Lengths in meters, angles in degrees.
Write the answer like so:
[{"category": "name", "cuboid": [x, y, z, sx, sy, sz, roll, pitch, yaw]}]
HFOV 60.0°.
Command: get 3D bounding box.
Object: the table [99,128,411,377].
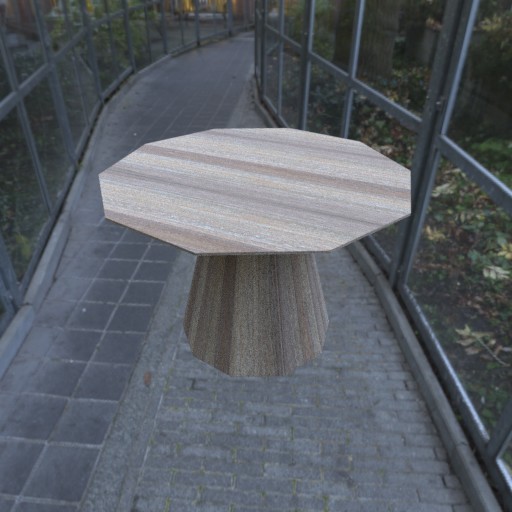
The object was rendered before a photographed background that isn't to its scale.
[{"category": "table", "cuboid": [0.000, 0.000, 1.888, 1.186, 0.752, 1.186, 0, 33, 0]}]
